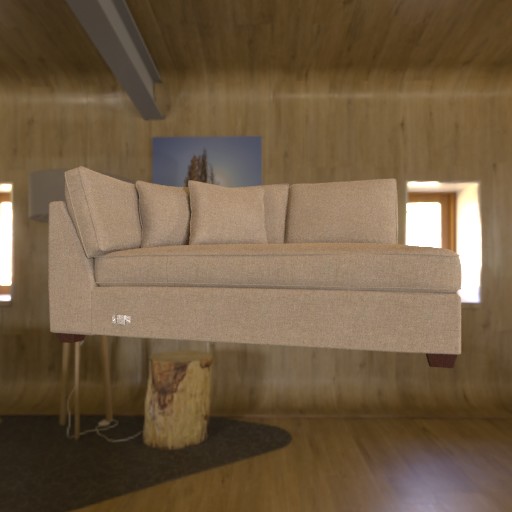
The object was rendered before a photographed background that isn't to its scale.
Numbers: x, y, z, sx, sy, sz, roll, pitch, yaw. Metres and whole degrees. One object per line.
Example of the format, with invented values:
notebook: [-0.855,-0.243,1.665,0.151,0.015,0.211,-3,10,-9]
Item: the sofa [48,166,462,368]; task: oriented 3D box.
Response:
sofa: [0.000,0.000,2.749,2.238,1.019,1.110,0,-1,17]
